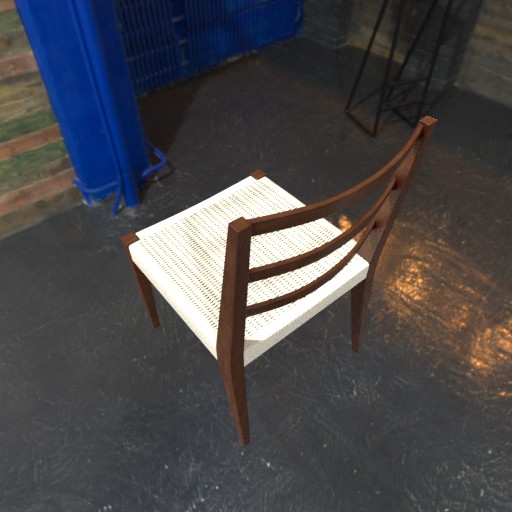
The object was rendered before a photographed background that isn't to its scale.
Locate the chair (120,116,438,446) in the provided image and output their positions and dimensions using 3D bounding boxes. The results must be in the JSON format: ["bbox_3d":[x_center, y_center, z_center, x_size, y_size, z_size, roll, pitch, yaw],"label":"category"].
[{"bbox_3d":[0.000,0.000,1.136,0.480,0.813,0.551,-31,54,-26],"label":"chair"}]
